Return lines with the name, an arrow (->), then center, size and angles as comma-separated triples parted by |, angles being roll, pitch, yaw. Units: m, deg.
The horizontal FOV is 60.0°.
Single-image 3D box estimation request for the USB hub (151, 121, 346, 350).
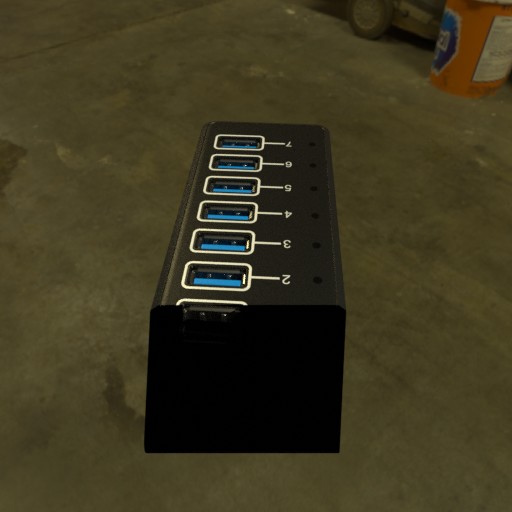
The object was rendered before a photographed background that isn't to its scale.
USB hub -> 0.000, 0.000, 0.126 | 0.044, 0.023, 0.110 | 3, 47, 3
